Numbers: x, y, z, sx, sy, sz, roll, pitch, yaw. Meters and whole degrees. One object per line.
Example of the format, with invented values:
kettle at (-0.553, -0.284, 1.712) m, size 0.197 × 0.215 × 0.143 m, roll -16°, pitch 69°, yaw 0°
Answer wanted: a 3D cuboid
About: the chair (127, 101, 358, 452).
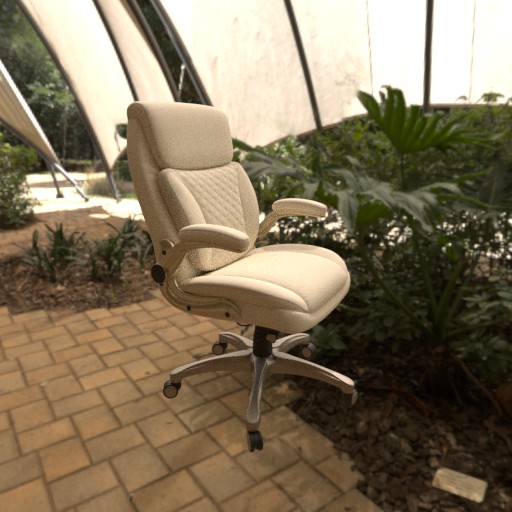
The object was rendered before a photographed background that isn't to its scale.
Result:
chair at (0.000, 0.000, 1.661) m, size 0.794 × 1.110 × 0.740 m, roll 7°, pitch 17°, yaw 25°
